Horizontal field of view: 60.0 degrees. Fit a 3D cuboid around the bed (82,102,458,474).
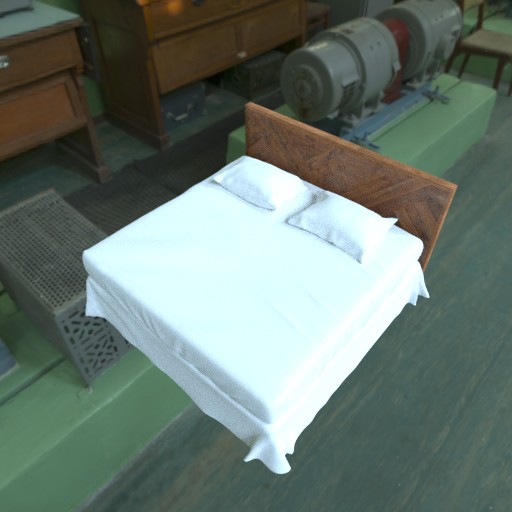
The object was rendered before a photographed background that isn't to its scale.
[{"bbox_3d":[0.000,0.000,3.503,2.255,1.158,2.165,32,53,28],"label":"bed"}]
